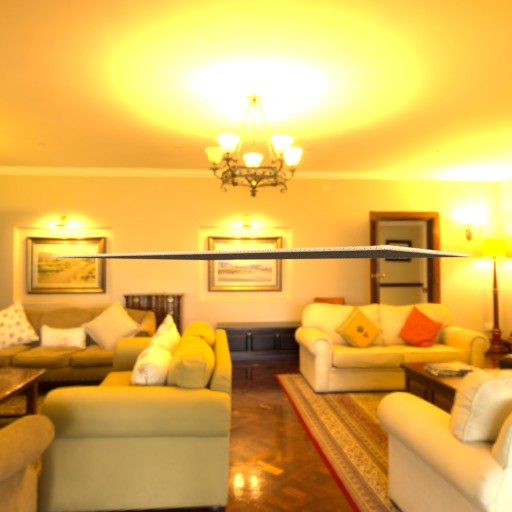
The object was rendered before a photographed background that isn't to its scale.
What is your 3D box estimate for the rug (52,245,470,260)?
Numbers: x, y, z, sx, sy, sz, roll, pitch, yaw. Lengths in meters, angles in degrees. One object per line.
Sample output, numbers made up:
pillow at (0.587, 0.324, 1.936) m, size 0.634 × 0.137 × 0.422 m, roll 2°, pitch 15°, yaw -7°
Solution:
rug at (0.000, 0.000, 2.321) m, size 1.840 × 0.015 × 1.225 m, roll -1°, pitch -2°, yaw 36°
